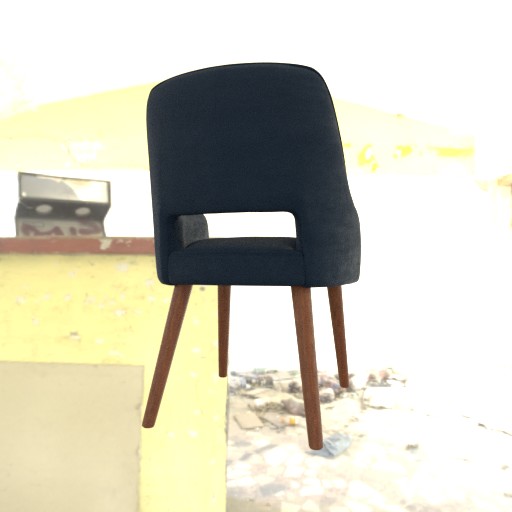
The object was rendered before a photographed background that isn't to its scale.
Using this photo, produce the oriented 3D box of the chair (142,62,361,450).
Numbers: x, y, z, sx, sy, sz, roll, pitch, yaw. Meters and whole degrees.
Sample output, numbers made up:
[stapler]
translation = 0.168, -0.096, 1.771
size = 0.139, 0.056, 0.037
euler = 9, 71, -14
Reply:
[chair]
translation = 0.000, 0.000, 1.243
size = 0.559, 0.844, 0.591
euler = 0, -1, 18
